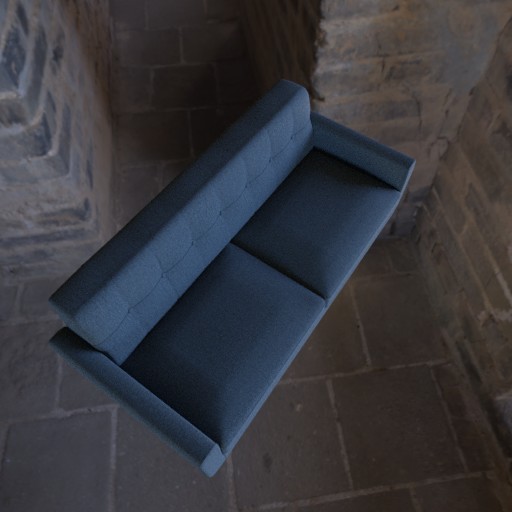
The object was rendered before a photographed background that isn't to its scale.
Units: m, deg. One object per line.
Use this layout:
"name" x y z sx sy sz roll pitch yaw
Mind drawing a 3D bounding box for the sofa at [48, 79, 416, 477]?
"sofa" 0.000 0.000 2.478 0.942 0.884 2.055 31 63 18
